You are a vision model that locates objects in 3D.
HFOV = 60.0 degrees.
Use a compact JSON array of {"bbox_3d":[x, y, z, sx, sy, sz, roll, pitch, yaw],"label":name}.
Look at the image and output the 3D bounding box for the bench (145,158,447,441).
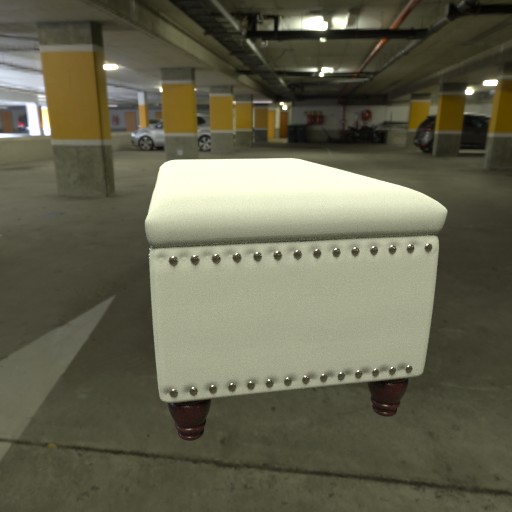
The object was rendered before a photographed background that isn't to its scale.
[{"bbox_3d":[0.000,0.000,1.172,0.500,0.449,0.887,-3,17,-10],"label":"bench"}]
